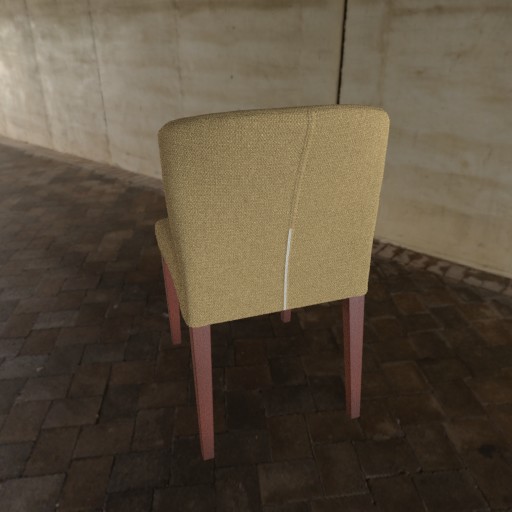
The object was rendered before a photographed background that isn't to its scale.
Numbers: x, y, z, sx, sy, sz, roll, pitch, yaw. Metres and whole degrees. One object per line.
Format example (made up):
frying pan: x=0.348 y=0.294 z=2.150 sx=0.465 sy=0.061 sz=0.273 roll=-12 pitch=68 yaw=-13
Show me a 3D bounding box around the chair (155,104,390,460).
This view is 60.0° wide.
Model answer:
chair: x=0.000 y=0.000 z=1.189 sx=0.491 sy=0.839 sz=0.589 roll=-9 pitch=28 yaw=-17
